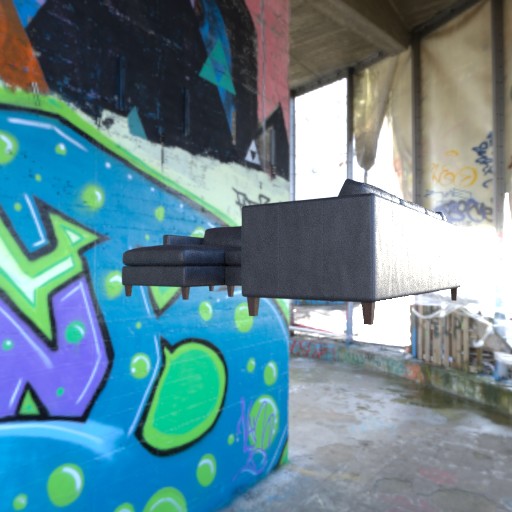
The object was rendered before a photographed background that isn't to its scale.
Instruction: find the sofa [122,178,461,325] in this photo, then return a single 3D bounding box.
[{"bbox_3d":[0.000,0.000,4.412,3.324,0.891,2.452,-1,-2,35],"label":"sofa"}]
